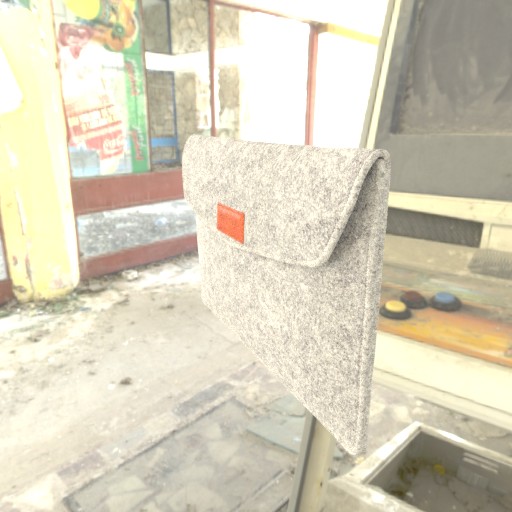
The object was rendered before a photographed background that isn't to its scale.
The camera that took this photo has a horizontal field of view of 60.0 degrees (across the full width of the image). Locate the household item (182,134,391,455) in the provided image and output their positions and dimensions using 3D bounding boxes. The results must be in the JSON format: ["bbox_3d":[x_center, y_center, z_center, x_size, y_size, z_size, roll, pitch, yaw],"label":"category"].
[{"bbox_3d":[0.000,0.000,0.432,0.057,0.221,0.335,-8,19,-25],"label":"household item"}]
